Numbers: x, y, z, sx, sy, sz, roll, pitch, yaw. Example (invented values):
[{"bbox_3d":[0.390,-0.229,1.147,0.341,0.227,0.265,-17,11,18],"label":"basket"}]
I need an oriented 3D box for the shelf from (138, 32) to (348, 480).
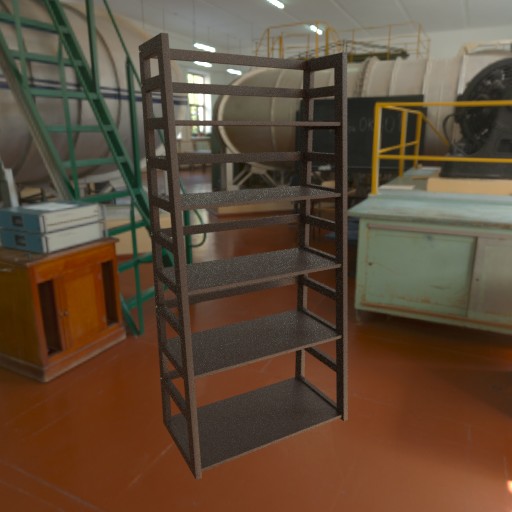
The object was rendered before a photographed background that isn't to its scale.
[{"bbox_3d":[0.000,0.000,1.847,0.763,1.600,0.403,-9,18,-28],"label":"shelf"}]
